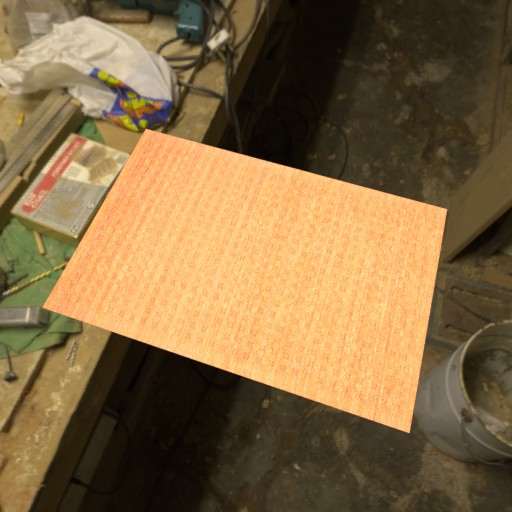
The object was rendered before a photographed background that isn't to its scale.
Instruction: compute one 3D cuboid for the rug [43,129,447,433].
[{"bbox_3d":[0.000,0.000,2.915,2.285,0.006,1.524,17,65,8],"label":"rug"}]
